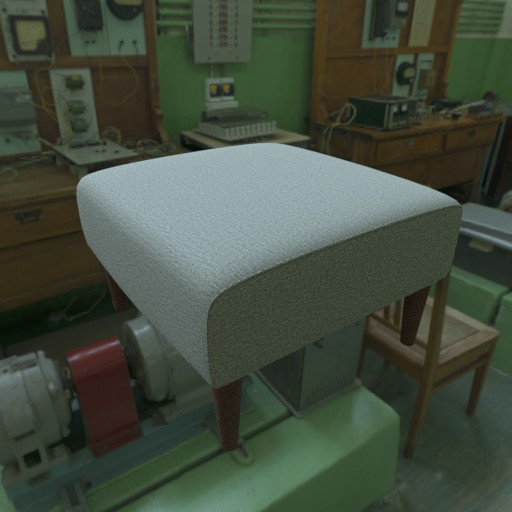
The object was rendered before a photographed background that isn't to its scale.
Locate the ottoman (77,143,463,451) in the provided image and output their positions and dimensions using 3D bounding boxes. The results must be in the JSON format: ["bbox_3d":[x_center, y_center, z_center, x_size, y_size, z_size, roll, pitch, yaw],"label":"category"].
[{"bbox_3d":[0.000,0.000,1.062,0.649,0.398,0.650,-18,32,-31],"label":"ottoman"}]
